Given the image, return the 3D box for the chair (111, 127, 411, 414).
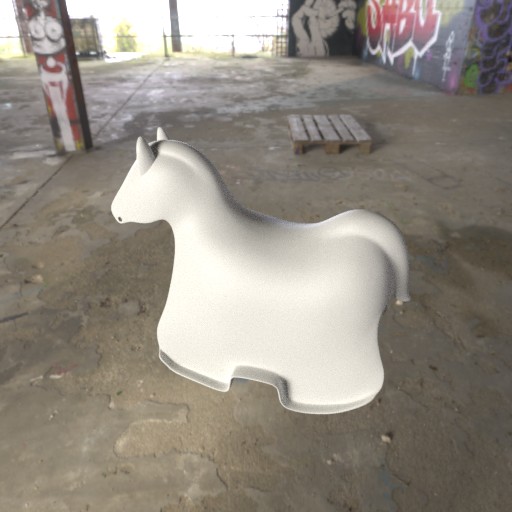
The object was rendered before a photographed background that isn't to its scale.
[{"bbox_3d":[0.000,0.000,1.166,0.800,0.612,0.429,8,30,14],"label":"chair"}]
